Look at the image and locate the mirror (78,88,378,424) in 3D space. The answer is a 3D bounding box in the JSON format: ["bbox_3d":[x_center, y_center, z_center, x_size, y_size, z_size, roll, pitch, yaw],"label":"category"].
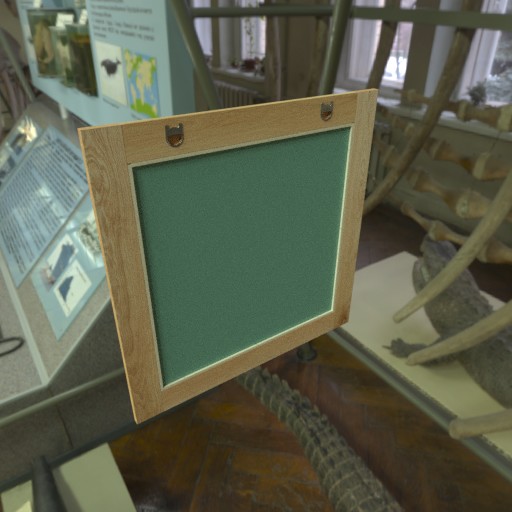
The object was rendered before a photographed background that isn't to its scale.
[{"bbox_3d":[0.000,0.000,1.220,0.800,0.800,0.020,-19,35,-29],"label":"mirror"}]
